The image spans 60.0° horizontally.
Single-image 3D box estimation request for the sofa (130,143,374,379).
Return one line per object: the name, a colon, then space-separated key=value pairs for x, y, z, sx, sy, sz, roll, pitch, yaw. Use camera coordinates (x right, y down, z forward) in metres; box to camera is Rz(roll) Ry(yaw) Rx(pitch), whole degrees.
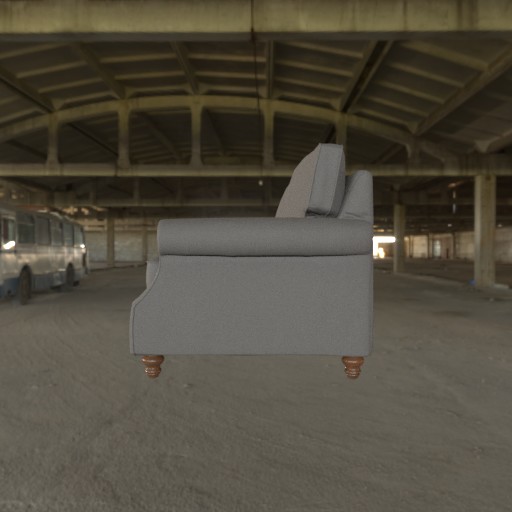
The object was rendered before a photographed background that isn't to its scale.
sofa: x=0.000 y=0.000 z=2.800 sx=0.966 sy=0.948 sz=2.353 roll=0 pitch=1 yaw=1
